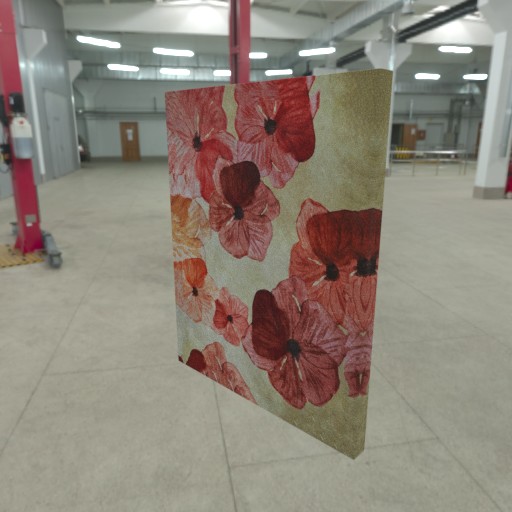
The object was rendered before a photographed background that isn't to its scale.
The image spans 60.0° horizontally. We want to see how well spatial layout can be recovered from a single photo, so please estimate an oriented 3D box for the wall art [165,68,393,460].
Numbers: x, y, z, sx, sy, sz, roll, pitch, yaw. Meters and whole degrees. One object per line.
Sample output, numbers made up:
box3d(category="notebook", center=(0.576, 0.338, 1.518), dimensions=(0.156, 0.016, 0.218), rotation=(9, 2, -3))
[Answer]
box3d(category="wall art", center=(0.000, 0.000, 0.696), dimensions=(0.406, 0.508, 0.028), rotation=(14, 21, 42))
